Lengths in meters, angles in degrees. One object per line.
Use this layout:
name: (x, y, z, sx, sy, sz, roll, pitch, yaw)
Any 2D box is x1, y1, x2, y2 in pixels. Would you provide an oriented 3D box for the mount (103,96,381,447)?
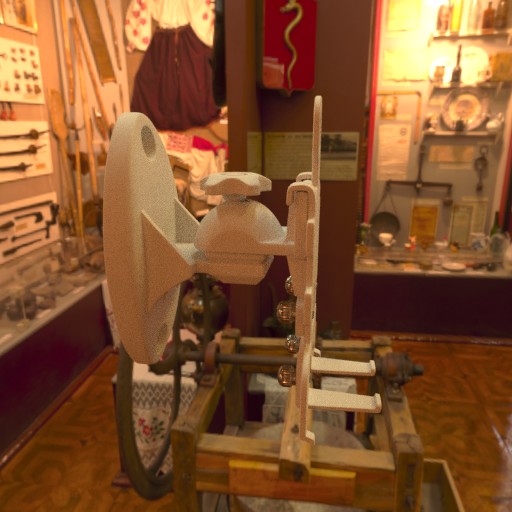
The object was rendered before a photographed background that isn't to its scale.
mount: (0.000, 0.000, 0.174, 0.100, 0.118, 0.066, 3, 16, 9)
